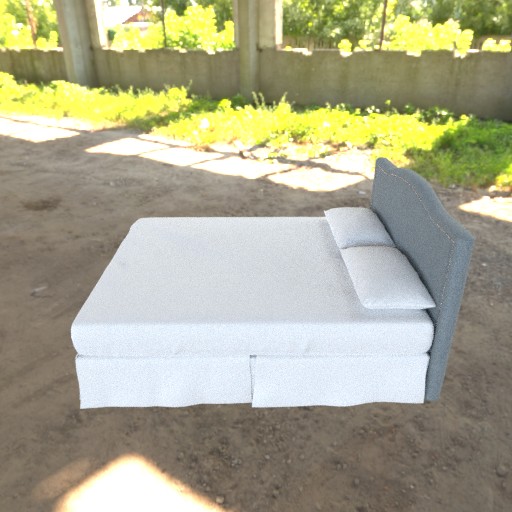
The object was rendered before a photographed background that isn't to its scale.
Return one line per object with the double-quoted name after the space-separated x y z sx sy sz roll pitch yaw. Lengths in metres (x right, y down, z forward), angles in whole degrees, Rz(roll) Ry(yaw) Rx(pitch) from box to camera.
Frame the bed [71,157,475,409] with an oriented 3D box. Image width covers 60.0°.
0.000 0.000 3.899 2.689 1.457 2.161 0 26 0 "bed"
